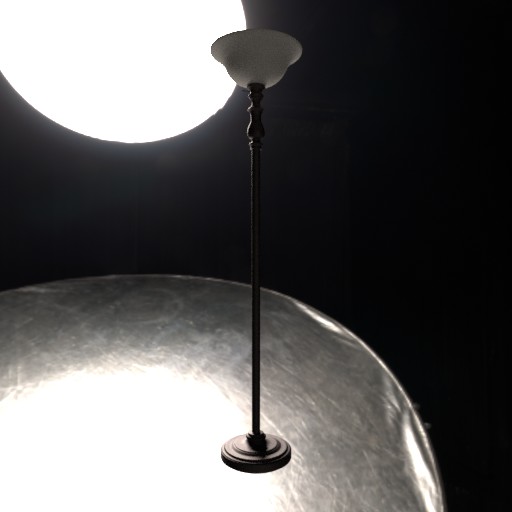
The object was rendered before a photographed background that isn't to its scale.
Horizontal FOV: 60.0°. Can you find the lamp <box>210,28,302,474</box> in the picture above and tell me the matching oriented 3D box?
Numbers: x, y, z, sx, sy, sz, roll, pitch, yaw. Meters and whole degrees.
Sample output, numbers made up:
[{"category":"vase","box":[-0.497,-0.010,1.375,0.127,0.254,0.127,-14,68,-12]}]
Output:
[{"category":"lamp","box":[0.000,0.000,1.959,0.405,1.797,0.405,0,1,-17]}]
